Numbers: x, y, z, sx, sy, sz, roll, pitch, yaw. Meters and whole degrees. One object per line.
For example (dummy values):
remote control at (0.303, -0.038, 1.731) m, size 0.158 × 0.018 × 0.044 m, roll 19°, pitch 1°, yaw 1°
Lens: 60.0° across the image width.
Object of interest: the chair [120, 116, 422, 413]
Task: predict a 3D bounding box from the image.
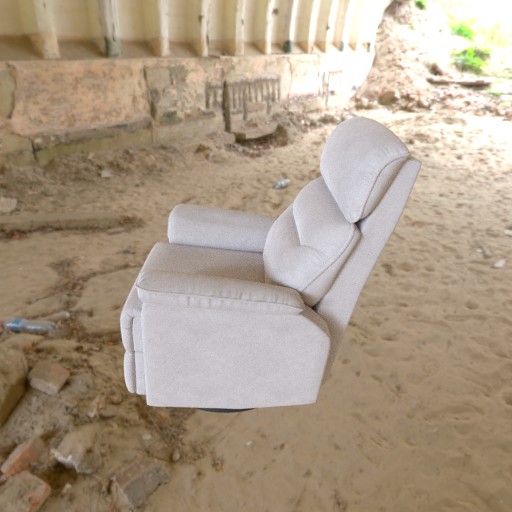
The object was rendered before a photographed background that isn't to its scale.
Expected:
chair at (0.000, 0.000, 1.772) m, size 1.001 × 1.039 × 0.820 m, roll 0°, pitch 25°, yaw 0°
